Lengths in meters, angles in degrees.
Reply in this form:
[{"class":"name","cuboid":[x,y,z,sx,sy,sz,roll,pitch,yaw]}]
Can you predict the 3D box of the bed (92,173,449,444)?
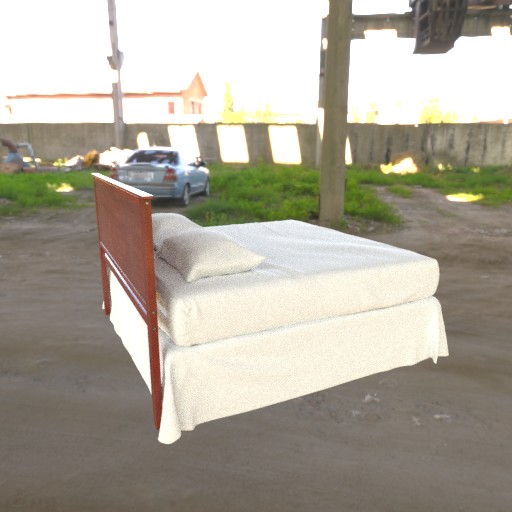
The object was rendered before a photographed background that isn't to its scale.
[{"class":"bed","cuboid":[0.000,0.000,3.589,2.219,1.271,2.314,-7,15,-25]}]
